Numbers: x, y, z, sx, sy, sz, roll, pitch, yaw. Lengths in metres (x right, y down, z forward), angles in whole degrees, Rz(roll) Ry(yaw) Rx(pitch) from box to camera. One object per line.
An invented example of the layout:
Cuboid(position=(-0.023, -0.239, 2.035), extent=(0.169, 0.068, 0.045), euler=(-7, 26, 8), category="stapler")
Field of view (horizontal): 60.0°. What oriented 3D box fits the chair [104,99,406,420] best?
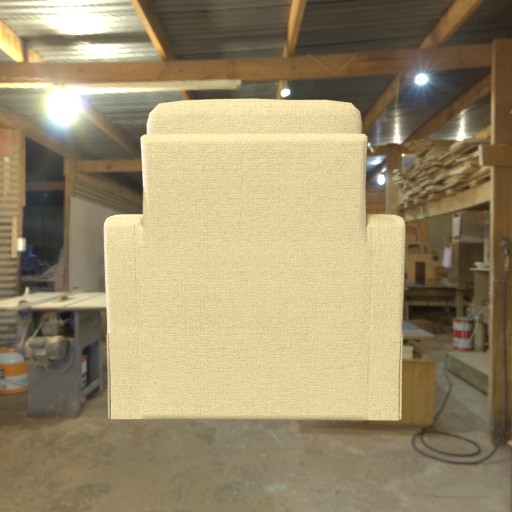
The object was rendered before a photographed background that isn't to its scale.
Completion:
Cuboid(position=(0.000, 0.000, 1.488), extent=(0.755, 0.827, 0.888), euler=(0, 0, 1), category="chair")
